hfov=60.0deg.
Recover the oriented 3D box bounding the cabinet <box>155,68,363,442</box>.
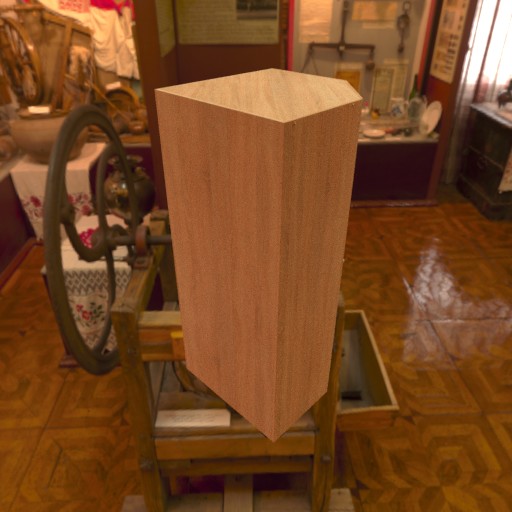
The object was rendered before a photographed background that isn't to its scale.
[{"bbox_3d":[0.000,0.000,2.952,1.094,2.120,1.327,0,32,0],"label":"cabinet"}]
